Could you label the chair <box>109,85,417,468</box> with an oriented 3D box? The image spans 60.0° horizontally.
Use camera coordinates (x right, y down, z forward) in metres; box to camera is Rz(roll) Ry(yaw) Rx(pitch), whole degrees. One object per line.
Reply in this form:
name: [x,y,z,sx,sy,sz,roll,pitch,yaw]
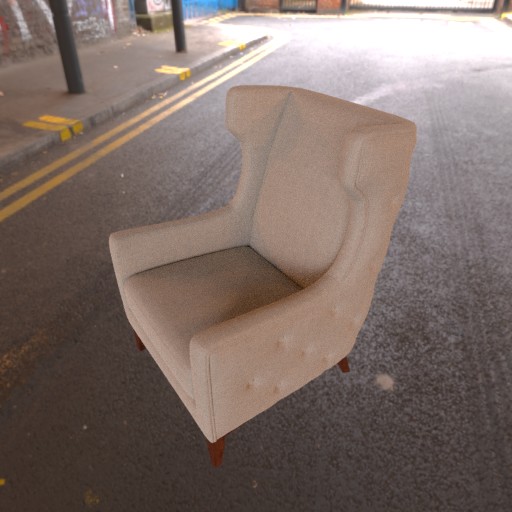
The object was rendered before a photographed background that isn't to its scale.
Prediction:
chair: [0.000,0.000,1.673,0.899,1.079,0.778,-20,38,-28]
